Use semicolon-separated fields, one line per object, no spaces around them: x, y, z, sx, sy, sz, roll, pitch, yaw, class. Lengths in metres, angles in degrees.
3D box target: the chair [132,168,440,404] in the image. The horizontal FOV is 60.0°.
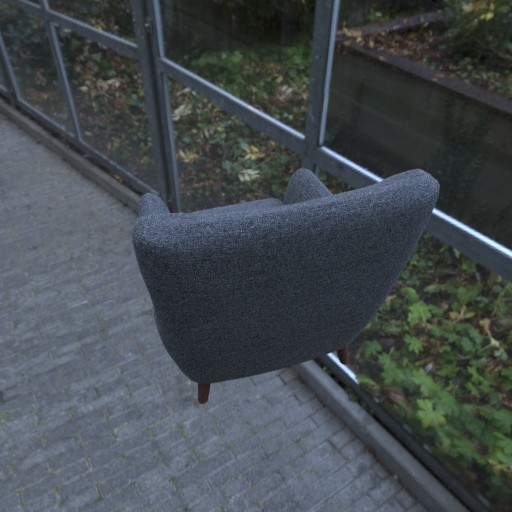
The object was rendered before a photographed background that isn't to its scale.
0.000;0.000;1.793;0.889;1.039;0.940;-12;42;-13;chair
